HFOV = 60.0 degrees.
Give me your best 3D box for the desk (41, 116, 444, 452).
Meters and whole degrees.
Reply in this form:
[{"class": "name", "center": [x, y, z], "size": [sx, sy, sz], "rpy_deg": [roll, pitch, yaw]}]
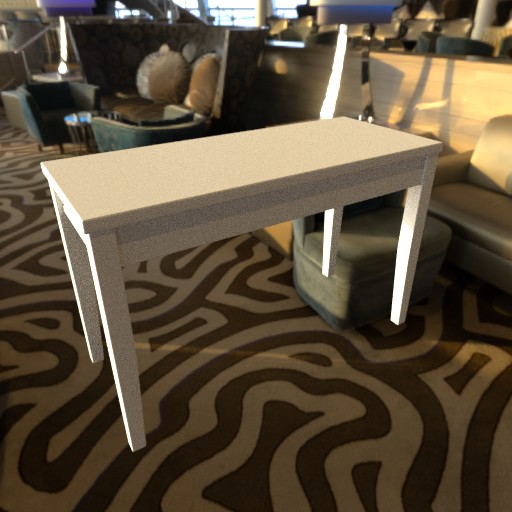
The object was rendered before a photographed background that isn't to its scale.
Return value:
[{"class": "desk", "center": [0.000, 0.000, 1.624], "size": [1.220, 0.775, 0.508], "rpy_deg": [-17, 33, -28]}]
